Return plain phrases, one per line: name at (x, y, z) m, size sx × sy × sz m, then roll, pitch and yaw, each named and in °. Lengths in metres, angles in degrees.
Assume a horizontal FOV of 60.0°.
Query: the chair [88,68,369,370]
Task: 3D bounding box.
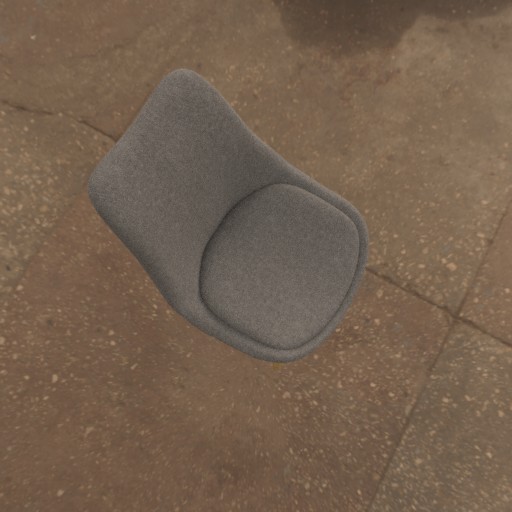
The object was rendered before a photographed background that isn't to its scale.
chair at (0.000, 0.000, 1.182) m, size 0.550 × 0.865 × 0.483 m, roll 31°, pitch 78°, yaw 7°
